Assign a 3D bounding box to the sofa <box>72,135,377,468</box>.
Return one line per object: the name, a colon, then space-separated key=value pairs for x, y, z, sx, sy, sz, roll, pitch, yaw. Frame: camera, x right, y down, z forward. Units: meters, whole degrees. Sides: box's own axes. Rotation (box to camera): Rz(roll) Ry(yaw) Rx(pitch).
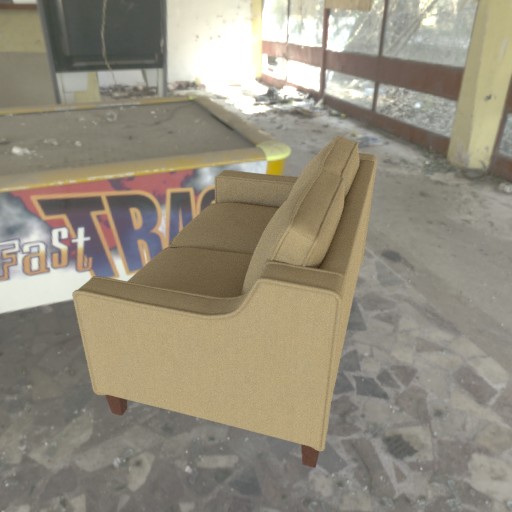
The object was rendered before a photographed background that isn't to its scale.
sofa: x=0.000 y=0.000 z=2.183 sx=0.987 sy=0.971 sz=1.501 roll=8 pitch=30 yaw=15
